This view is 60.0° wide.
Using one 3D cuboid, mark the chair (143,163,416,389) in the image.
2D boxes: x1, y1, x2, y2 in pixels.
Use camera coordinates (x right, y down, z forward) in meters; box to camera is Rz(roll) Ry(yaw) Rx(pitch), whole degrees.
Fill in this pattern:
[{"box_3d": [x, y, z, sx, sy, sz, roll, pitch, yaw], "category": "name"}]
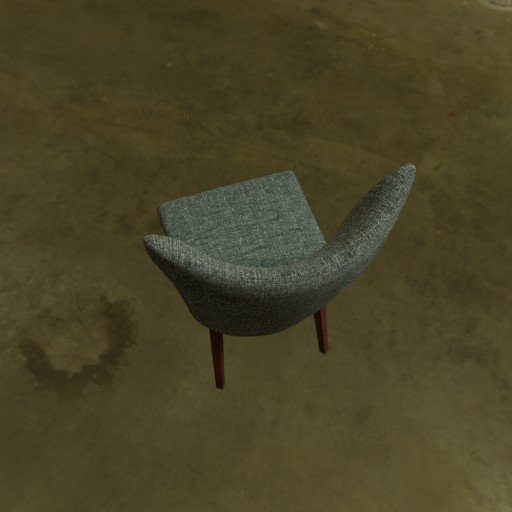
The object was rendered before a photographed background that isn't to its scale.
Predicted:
[{"box_3d": [0.000, 0.000, 1.283, 0.535, 0.924, 0.623, -16, 60, -10], "category": "chair"}]
